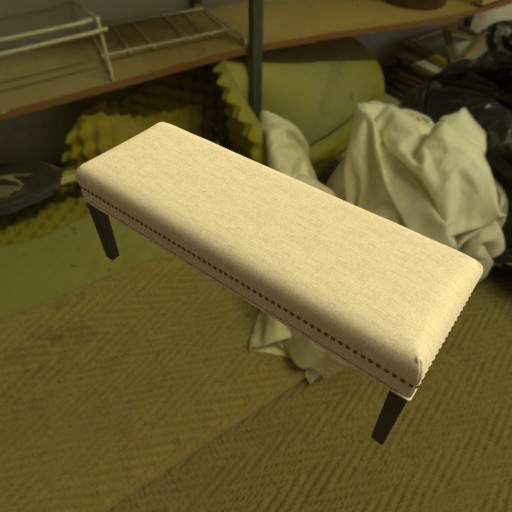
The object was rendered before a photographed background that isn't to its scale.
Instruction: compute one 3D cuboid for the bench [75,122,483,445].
[{"bbox_3d":[0.000,0.000,1.442,1.219,0.457,0.410,29,52,26],"label":"bench"}]
